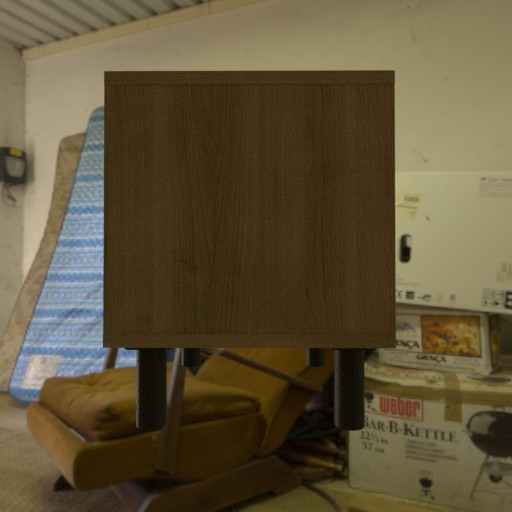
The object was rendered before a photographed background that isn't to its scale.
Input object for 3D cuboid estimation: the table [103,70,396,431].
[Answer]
[{"bbox_3d":[0.000,0.000,0.776,0.380,0.460,0.445,0,-1,0],"label":"table"}]
